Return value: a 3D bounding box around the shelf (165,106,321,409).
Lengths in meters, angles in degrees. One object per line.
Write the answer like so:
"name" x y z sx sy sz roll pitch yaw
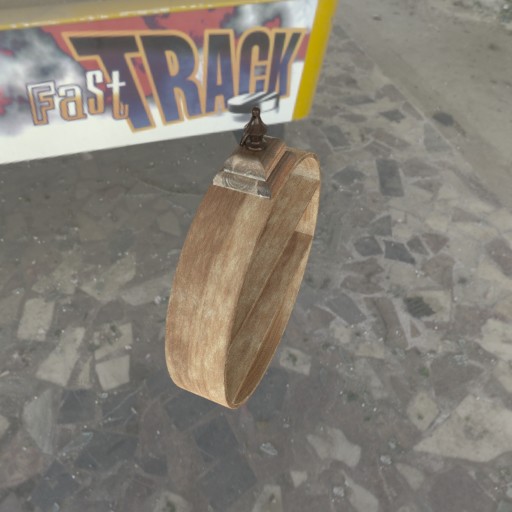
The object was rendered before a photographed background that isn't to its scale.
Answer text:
"shelf" 0.000 0.000 1.006 0.125 0.725 0.601 17 49 16
